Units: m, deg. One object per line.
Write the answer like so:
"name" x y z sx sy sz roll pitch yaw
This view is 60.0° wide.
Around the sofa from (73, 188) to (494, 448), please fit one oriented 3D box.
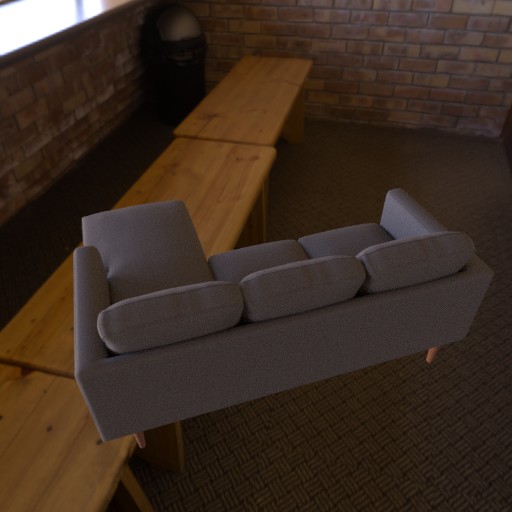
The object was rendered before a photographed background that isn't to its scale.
"sofa" 0.000 0.000 2.724 2.031 0.897 1.591 -12 41 -14
